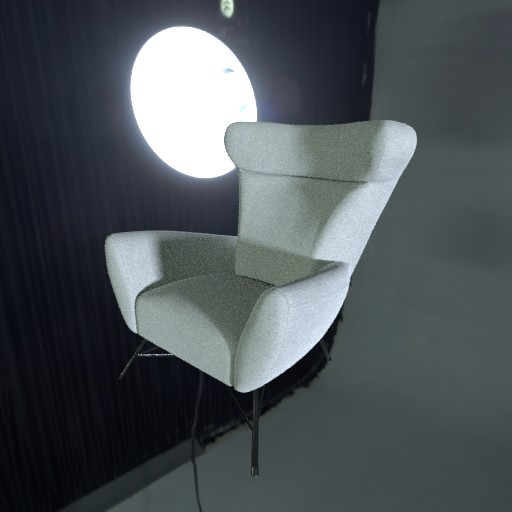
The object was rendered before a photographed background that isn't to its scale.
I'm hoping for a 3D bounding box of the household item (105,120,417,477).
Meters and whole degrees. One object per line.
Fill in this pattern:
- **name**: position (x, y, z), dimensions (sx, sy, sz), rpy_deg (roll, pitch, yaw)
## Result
- **household item**: position (0.000, 0.000, 1.792), dimensions (0.980, 1.050, 0.900), rpy_deg (15, 22, 41)
